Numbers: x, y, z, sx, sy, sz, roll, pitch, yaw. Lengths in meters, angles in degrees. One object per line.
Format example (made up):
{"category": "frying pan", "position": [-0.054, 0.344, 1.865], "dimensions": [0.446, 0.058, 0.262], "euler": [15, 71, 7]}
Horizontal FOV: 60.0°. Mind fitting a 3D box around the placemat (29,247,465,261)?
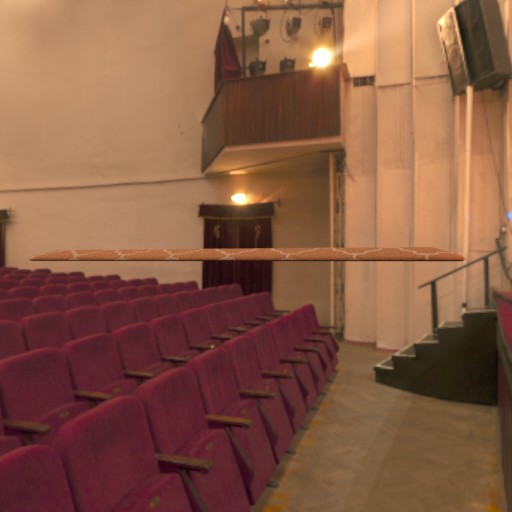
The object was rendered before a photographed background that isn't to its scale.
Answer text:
{"category": "placemat", "position": [0.000, 0.000, 0.951], "dimensions": [0.762, 0.021, 0.508], "euler": [0, -1, 18]}
